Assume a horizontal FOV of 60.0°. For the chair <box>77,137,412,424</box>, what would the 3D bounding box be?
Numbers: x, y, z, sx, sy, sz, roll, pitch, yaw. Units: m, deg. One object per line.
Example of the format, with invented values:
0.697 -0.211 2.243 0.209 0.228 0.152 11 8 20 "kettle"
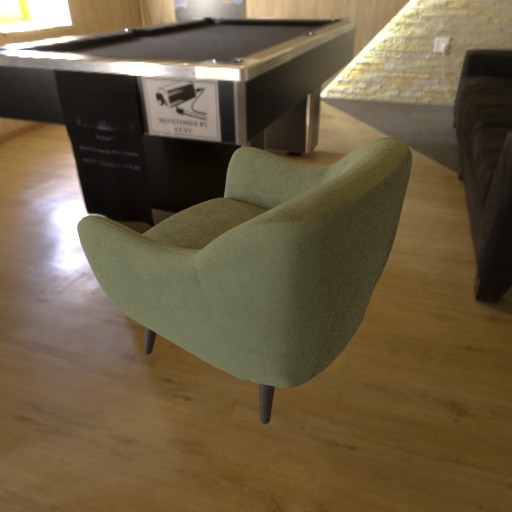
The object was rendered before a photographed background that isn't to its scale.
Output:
0.000 0.000 1.514 0.819 0.804 0.840 20 37 29 "chair"
